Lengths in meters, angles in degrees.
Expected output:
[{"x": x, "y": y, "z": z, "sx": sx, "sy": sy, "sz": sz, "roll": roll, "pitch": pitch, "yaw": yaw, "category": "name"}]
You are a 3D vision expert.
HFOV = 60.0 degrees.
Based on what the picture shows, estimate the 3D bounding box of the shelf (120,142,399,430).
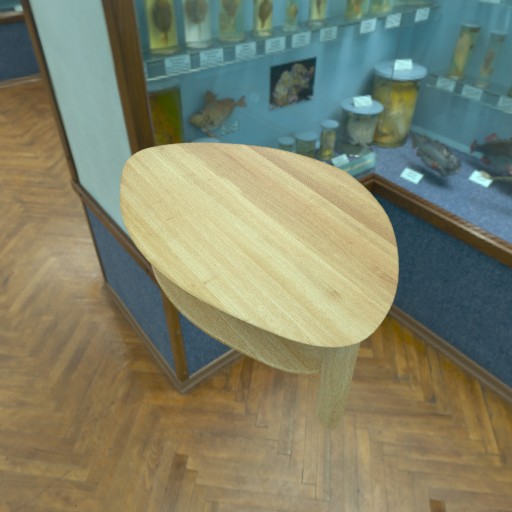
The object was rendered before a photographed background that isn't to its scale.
[{"x": 0.000, "y": 0.000, "z": 1.661, "sx": 0.845, "sy": 0.440, "sz": 1.246, "roll": -25, "pitch": 46, "yaw": -26, "category": "shelf"}]
